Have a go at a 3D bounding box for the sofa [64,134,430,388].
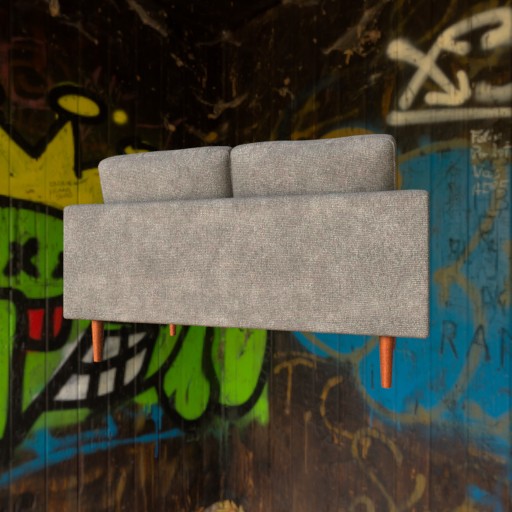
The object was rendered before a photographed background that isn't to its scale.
[{"bbox_3d":[0.000,0.000,2.175,1.582,0.956,0.903,0,0,18],"label":"sofa"}]
